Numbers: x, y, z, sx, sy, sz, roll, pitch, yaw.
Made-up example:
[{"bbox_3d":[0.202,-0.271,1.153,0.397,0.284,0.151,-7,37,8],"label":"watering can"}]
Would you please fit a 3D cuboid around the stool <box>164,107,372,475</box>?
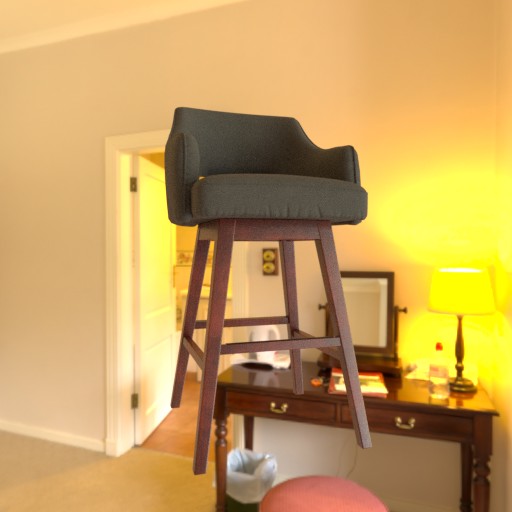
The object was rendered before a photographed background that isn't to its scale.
[{"bbox_3d":[0.000,0.000,1.354,0.548,1.012,0.558,0,1,-18],"label":"stool"}]
